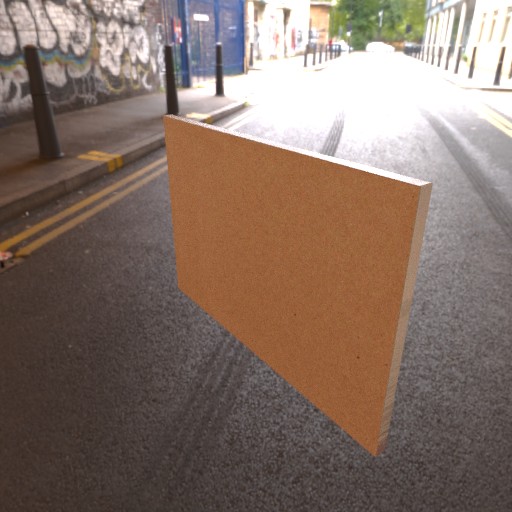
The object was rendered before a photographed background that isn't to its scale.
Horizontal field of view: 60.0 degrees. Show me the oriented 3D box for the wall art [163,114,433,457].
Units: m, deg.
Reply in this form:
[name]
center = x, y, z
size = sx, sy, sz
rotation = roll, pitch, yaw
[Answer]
[wall art]
center = 0.000, 0.000, 0.785
size = 0.021, 0.410, 0.615
rotation = -18, 31, -32
